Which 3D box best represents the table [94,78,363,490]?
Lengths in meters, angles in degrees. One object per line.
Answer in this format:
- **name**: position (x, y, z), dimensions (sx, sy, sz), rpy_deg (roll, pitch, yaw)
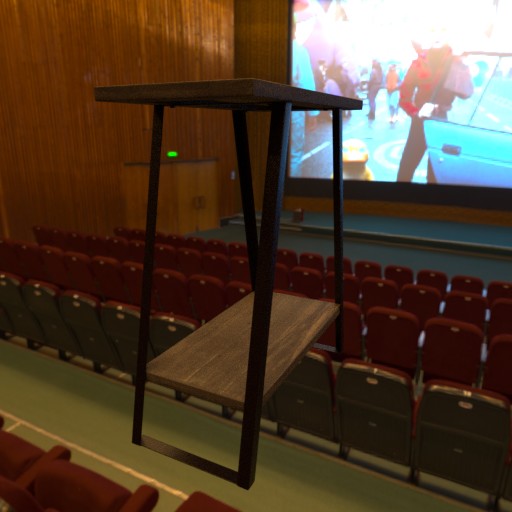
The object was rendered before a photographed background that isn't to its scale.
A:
- **table**: position (0.000, 0.000, 1.024), dimensions (0.300, 0.701, 0.599), rpy_deg (8, 18, 26)
